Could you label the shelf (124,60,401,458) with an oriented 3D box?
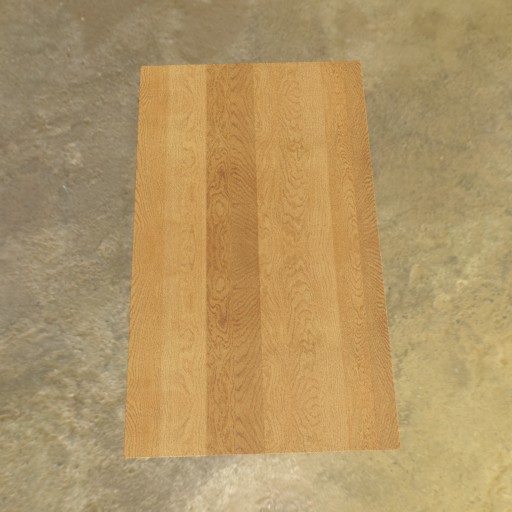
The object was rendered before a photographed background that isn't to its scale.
[{"bbox_3d":[0.000,0.000,1.480,0.700,0.450,1.150,-2,75,0],"label":"shelf"}]
